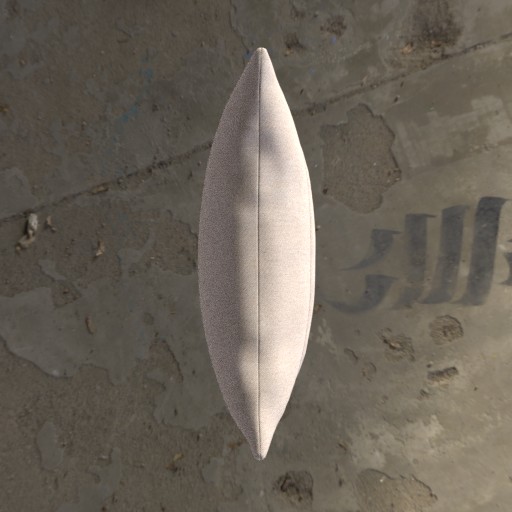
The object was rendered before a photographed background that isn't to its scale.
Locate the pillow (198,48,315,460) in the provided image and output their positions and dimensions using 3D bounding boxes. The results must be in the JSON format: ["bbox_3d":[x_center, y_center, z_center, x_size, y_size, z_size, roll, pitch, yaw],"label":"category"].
[{"bbox_3d":[0.000,0.000,0.679,0.173,0.436,0.433,0,89,1],"label":"pillow"}]
